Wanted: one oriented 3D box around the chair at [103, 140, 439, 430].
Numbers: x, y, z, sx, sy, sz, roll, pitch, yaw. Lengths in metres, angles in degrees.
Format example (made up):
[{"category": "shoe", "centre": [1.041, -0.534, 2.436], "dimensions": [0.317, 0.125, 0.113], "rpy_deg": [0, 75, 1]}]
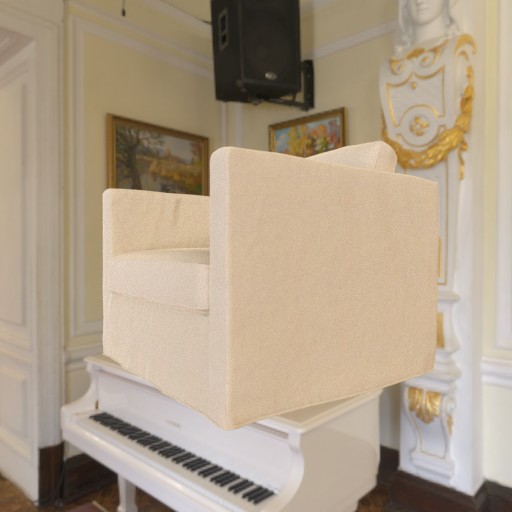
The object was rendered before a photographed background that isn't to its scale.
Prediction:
[{"category": "chair", "centre": [0.000, 0.000, 1.773], "dimensions": [0.947, 0.851, 1.057], "rpy_deg": [-1, 1, -36]}]
